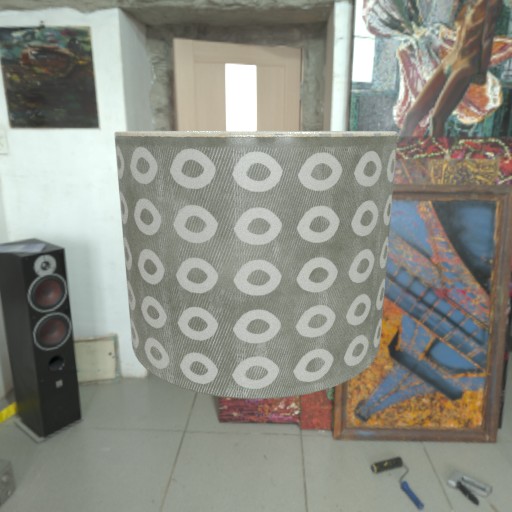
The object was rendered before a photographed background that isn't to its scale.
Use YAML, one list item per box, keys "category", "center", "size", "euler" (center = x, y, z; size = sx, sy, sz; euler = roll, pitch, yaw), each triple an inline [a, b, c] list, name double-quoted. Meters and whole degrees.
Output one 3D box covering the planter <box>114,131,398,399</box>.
- category: "planter"
  center: [0.000, 0.000, 0.442]
  size: [0.250, 0.239, 0.250]
  euler: [0, 16, 0]
